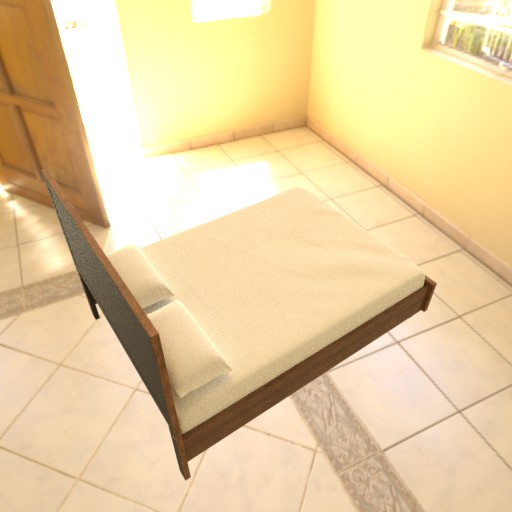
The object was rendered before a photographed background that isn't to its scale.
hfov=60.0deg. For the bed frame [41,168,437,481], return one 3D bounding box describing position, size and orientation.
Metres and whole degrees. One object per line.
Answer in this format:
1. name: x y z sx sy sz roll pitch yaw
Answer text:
1. bed frame: 0.000 0.000 3.343 2.276 1.417 1.696 -25 46 -26
